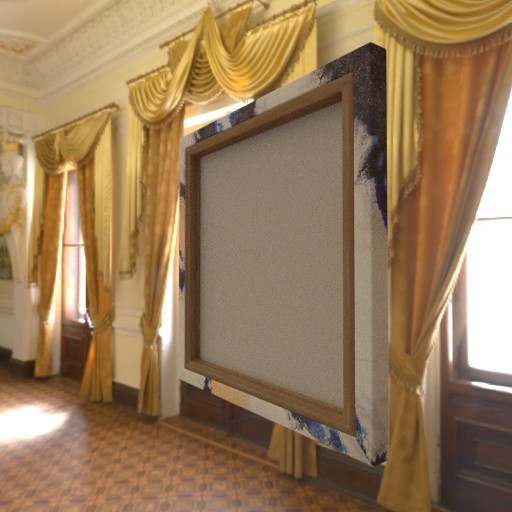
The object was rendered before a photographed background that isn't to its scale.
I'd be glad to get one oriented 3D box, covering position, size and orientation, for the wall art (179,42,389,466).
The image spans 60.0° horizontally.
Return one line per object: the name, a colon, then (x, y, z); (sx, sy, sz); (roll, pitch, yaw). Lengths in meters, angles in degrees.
wall art: (0.000, 0.000, 0.888); (0.039, 0.609, 0.609); (1, -2, -36)
